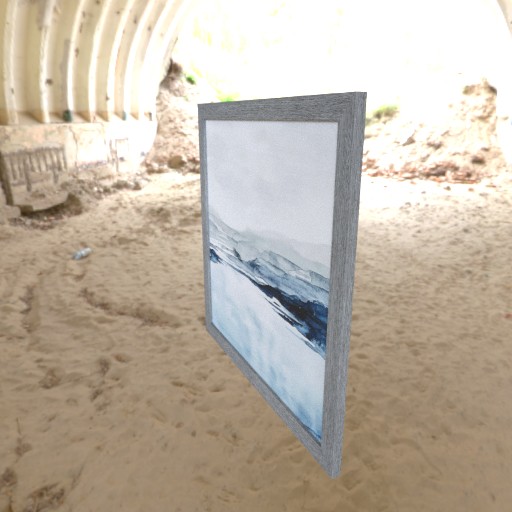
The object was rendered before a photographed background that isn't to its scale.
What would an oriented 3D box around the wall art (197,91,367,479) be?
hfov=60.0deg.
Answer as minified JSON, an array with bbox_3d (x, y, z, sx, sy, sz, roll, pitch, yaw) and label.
[{"bbox_3d":[0.000,0.000,1.028,0.020,0.685,0.685,-8,19,-25],"label":"wall art"}]
